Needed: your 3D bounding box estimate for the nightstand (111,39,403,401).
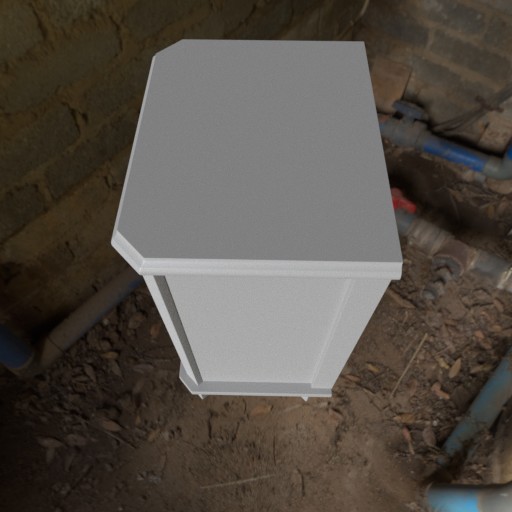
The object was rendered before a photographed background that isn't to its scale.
[{"bbox_3d":[0.000,0.000,0.916,0.350,0.680,0.450,1,59,1],"label":"nightstand"}]
